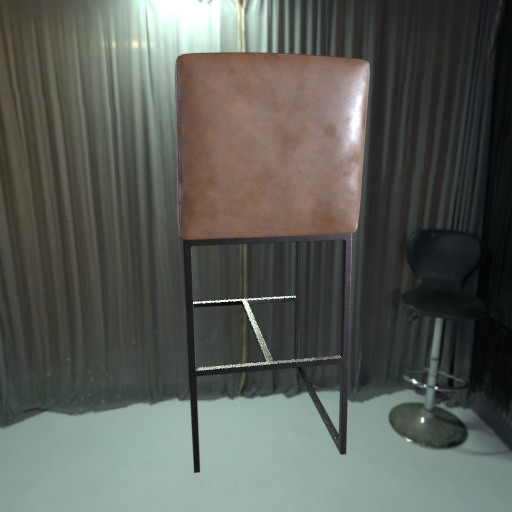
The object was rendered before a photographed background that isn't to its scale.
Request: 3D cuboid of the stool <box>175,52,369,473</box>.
[{"bbox_3d":[0.000,0.000,1.364,0.463,1.065,0.562,-3,15,-10],"label":"stool"}]
